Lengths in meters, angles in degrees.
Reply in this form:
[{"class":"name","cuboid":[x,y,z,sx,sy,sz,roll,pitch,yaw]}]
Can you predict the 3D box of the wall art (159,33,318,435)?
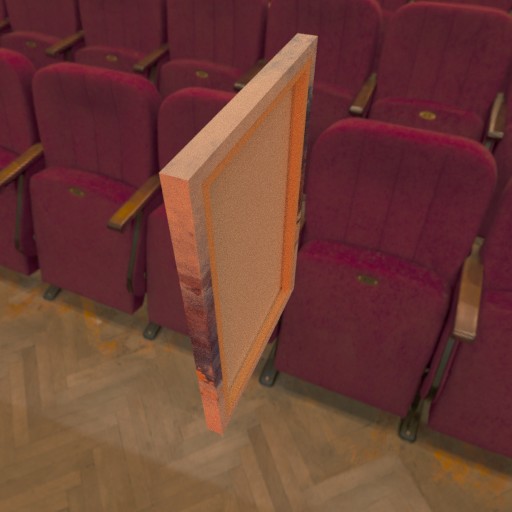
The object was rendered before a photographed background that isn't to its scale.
[{"class":"wall art","cuboid":[0.000,0.000,1.121,0.048,0.874,0.583,17,48,16]}]
